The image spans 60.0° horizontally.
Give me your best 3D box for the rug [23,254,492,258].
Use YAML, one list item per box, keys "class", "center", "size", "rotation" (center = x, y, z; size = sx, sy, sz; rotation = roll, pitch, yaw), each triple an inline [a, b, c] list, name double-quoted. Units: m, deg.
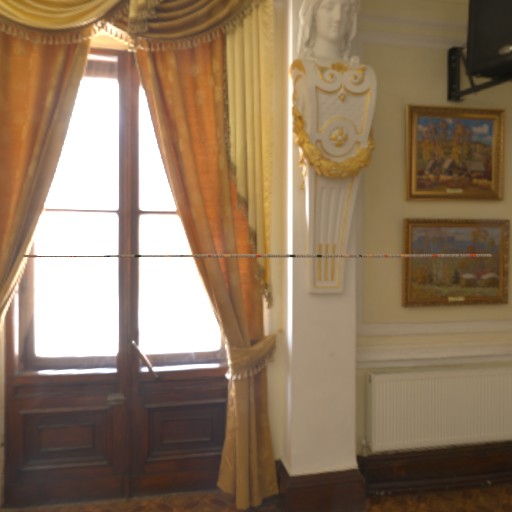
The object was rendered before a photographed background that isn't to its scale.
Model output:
- class: "rug"
  center: [0.000, 0.000, 2.640]
  size: [2.419, 0.022, 0.744]
  rotation: [0, 0, 2]
